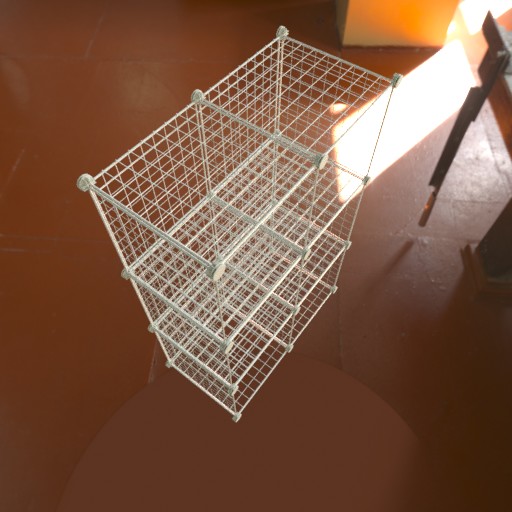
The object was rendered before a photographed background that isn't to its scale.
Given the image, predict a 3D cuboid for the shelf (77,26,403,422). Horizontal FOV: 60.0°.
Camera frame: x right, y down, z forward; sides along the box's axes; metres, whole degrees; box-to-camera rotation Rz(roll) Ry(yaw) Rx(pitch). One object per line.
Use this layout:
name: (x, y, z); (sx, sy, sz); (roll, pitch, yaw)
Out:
shelf: (0.000, 0.000, 1.412); (0.356, 1.067, 0.711); (32, 62, 20)
